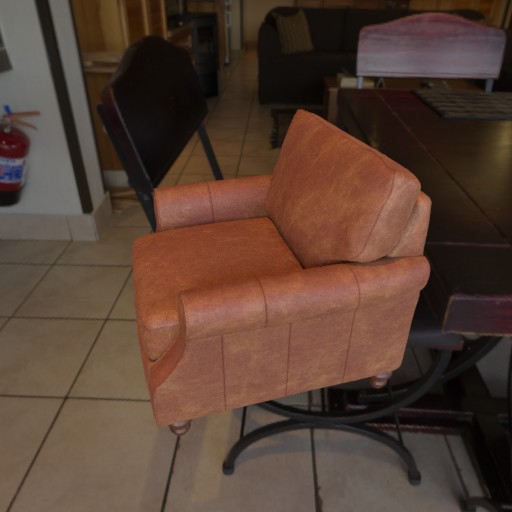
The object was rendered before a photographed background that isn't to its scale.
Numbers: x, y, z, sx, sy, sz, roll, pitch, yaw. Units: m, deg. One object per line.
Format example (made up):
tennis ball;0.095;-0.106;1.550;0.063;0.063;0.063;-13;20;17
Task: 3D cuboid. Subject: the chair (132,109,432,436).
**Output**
chair;0.000;0.000;1.761;0.986;0.962;0.983;-9;32;-14
